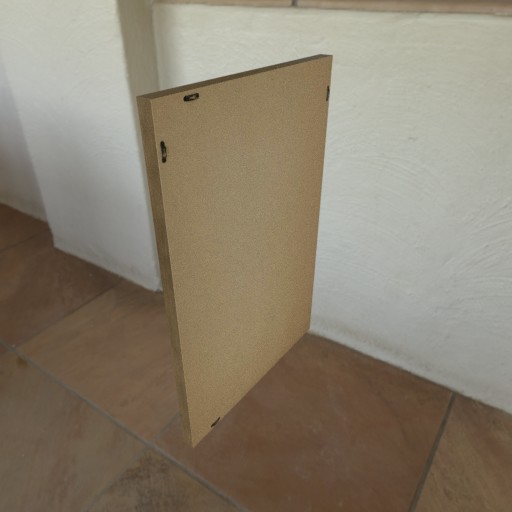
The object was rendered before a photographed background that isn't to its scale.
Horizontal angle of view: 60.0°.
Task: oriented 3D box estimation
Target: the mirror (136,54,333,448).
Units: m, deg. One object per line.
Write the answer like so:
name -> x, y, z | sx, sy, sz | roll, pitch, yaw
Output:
mirror -> 0.000, 0.000, 1.174 | 0.041, 0.915, 0.609 | 22, 38, 31
